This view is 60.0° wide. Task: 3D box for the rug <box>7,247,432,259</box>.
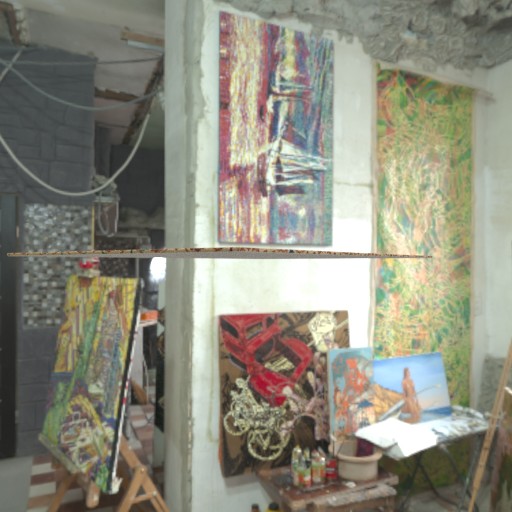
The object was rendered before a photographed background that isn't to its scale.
[{"bbox_3d":[0.000,0.000,2.220,1.226,0.013,1.838,-1,-1,36],"label":"rug"}]
